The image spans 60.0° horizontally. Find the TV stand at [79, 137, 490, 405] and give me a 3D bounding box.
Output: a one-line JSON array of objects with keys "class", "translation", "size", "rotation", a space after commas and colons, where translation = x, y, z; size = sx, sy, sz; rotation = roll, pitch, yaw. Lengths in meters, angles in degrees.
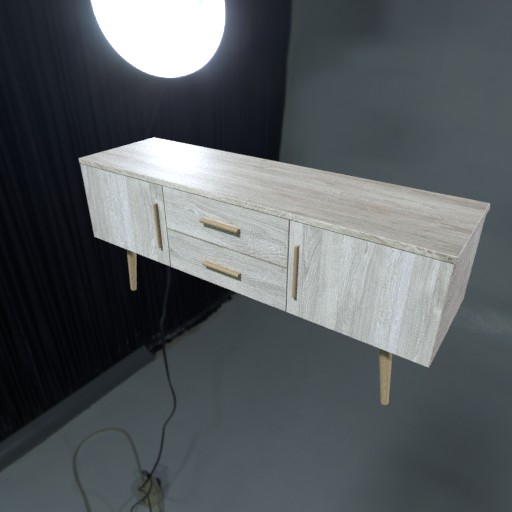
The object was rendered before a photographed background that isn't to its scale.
[{"class": "TV stand", "translation": [0.000, 0.000, 1.548], "size": [1.313, 0.565, 0.401], "rotation": [18, 33, 30]}]
